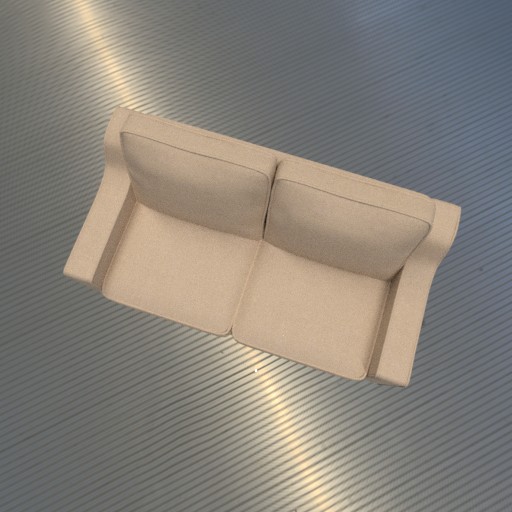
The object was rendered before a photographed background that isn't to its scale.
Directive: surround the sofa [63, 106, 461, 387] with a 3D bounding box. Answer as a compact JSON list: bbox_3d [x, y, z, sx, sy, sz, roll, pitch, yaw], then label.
[{"bbox_3d":[0.000,0.000,3.478,2.587,1.562,1.351,17,76,4],"label":"sofa"}]
